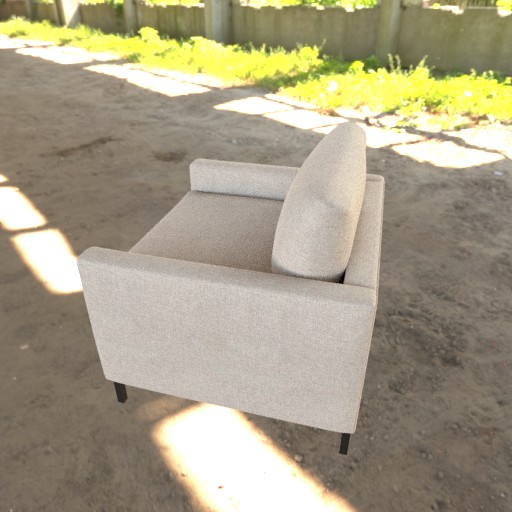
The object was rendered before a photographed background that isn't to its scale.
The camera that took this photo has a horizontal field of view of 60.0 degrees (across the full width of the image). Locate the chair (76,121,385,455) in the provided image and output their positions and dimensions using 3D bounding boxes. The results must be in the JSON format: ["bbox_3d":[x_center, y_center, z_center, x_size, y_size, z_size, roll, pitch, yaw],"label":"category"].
[{"bbox_3d":[0.000,0.000,1.657,0.866,0.861,0.963,8,32,13],"label":"chair"}]
